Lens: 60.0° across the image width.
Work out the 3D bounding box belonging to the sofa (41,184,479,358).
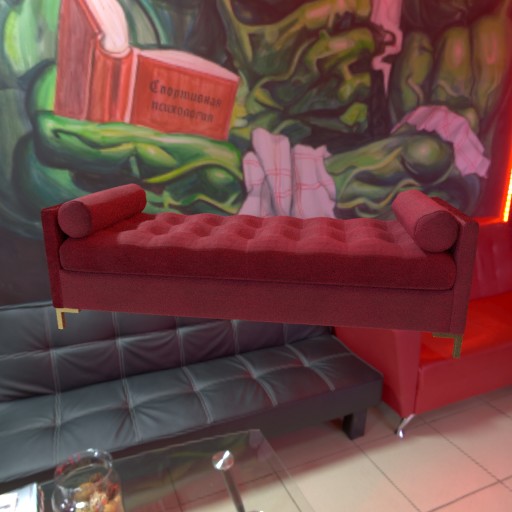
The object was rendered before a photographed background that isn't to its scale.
[{"bbox_3d":[0.000,0.000,2.497,2.102,0.705,0.796,3,16,9],"label":"sofa"}]
